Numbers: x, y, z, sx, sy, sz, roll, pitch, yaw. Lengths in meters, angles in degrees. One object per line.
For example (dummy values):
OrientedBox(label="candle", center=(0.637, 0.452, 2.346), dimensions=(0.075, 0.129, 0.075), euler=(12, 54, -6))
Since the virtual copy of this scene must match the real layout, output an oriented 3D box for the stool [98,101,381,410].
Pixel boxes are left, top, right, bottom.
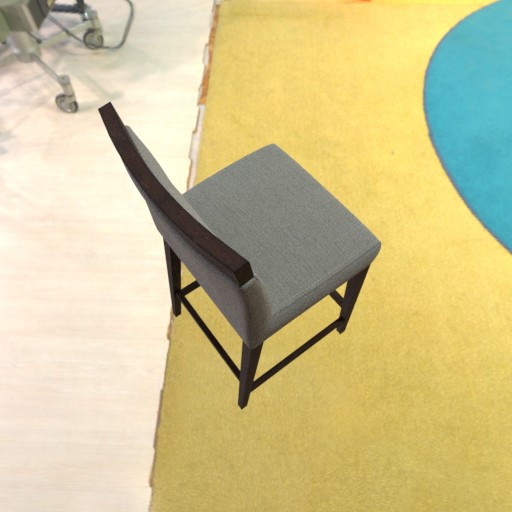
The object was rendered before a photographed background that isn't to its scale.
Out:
OrientedBox(label="stool", center=(0.000, 0.000, 1.342), dimensions=(0.531, 1.009, 0.512), euler=(-33, 64, -18))
